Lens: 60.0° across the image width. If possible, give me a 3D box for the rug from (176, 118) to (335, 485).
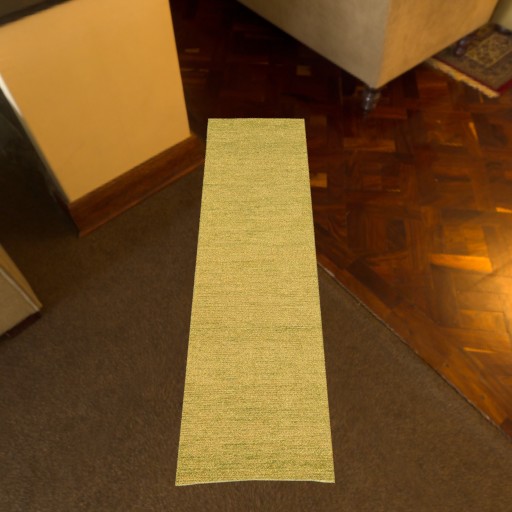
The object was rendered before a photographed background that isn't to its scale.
[{"bbox_3d":[0.000,0.000,2.530,0.686,0.013,2.340,0,57,0],"label":"rug"}]
